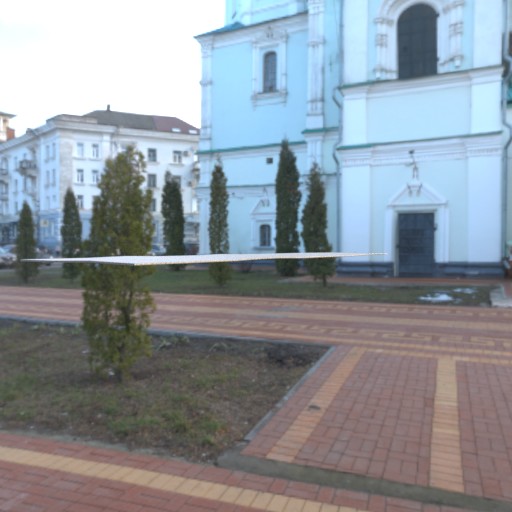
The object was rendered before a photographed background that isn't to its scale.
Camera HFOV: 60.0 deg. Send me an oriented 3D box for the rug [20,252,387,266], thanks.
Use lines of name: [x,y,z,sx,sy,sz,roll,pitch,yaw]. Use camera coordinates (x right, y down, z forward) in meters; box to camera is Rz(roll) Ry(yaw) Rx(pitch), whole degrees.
rug: [0.000,0.000,2.689,0.762,0.013,2.439,1,2,36]
